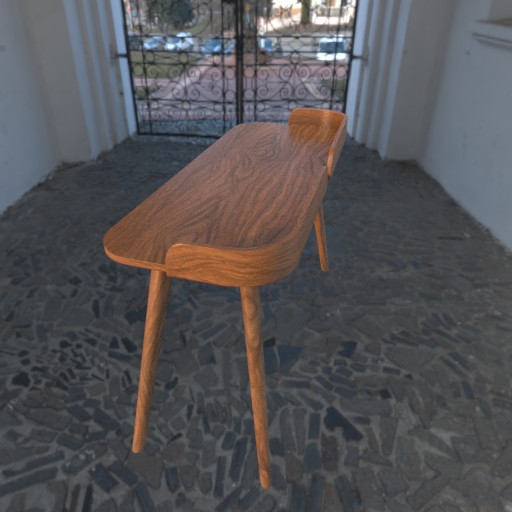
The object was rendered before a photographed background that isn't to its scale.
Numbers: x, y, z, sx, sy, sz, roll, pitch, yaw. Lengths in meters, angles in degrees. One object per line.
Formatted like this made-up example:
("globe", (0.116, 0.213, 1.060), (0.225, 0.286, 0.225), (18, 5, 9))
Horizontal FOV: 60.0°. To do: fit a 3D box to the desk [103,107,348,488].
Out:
("desk", (0.000, 0.000, 1.647), (0.486, 0.800, 1.256), (8, 32, 14))
